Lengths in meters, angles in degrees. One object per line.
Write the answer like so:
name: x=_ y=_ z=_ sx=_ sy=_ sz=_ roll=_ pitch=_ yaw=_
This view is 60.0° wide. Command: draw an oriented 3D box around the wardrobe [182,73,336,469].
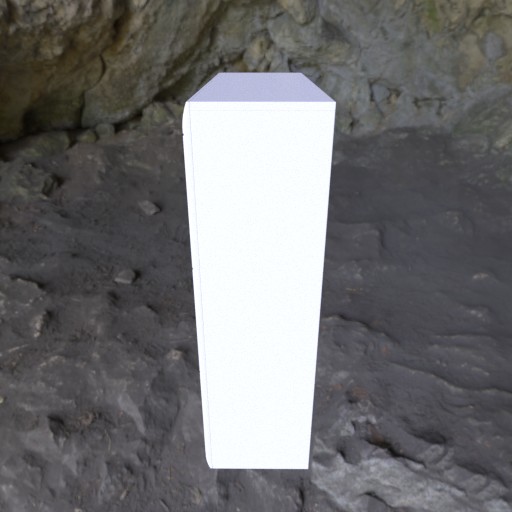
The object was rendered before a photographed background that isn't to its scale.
wardrobe: x=0.000 y=0.000 z=1.645 sx=0.360 sy=1.200 sz=0.900 roll=0 pitch=26 yaw=0
